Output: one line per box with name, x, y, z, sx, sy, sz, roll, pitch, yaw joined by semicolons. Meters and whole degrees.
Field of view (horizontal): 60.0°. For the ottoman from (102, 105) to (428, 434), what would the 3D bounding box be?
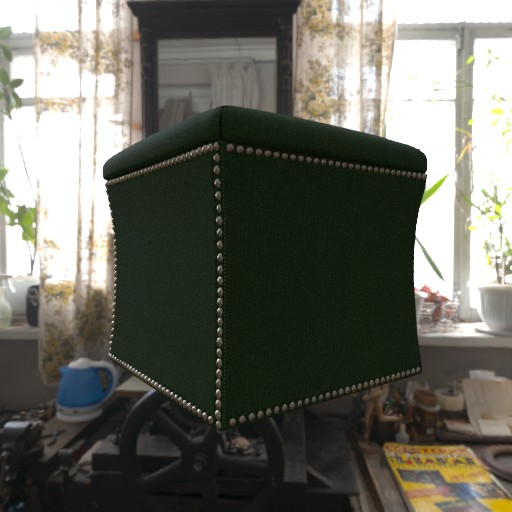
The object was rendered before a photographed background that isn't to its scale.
ottoman;0.000;0.000;0.916;0.497;0.475;0.507;-1;2;-36
